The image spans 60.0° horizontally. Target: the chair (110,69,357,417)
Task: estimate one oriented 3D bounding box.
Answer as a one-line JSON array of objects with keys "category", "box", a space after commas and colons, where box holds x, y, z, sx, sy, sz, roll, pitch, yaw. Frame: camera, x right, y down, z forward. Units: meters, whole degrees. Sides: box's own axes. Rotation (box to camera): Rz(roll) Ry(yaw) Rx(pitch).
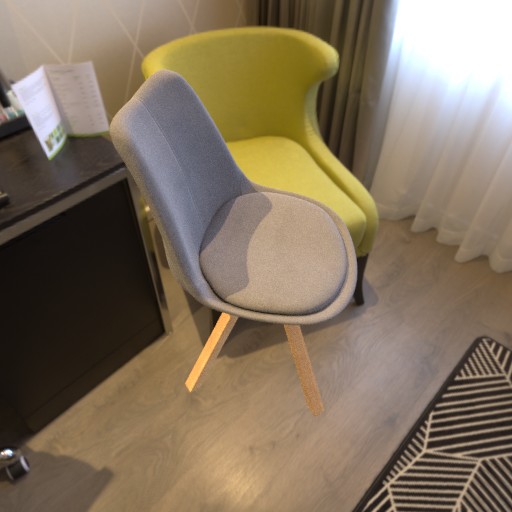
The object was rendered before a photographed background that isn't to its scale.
[{"category": "chair", "box": [0.000, 0.000, 1.200, 0.549, 0.863, 0.474, 9, 47, 9]}]
